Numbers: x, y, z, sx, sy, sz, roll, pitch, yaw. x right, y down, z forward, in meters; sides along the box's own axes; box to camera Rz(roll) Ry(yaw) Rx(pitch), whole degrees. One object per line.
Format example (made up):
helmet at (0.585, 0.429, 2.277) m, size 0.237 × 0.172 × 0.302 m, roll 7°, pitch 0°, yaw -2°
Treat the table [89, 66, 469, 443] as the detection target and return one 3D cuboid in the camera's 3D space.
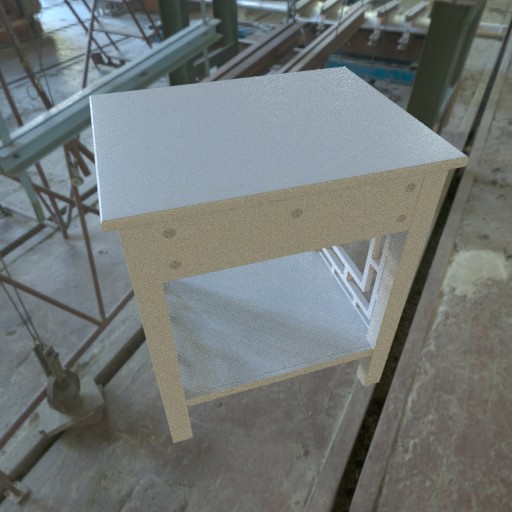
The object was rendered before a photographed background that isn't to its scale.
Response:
table at (0.000, 0.000, 1.009) m, size 0.564 × 0.646 × 0.451 m, roll -12°, pitch 43°, yaw -13°
